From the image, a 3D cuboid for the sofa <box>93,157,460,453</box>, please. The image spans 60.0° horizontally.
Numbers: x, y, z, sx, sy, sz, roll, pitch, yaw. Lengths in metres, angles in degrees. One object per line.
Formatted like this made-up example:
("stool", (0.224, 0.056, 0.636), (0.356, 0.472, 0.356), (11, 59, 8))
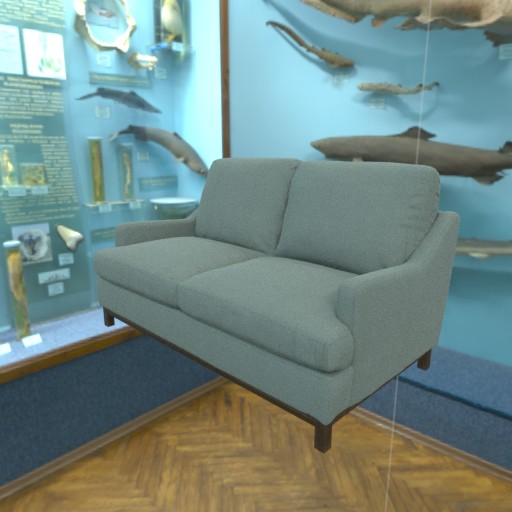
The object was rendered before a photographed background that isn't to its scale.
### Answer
("sofa", (0.000, 0.000, 2.183), (1.589, 0.921, 0.987), (14, 20, 43))
